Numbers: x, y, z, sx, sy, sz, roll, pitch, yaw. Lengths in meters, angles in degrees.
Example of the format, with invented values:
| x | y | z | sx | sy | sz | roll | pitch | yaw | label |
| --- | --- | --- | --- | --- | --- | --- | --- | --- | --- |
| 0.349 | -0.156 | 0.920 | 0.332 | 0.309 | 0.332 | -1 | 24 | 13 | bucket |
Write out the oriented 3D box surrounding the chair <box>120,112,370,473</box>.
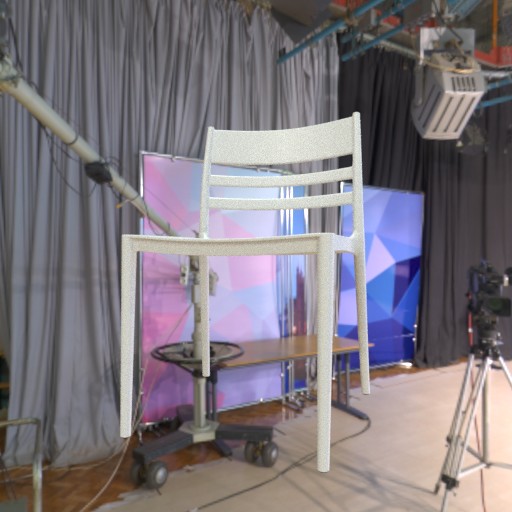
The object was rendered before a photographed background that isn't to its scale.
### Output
| x | y | z | sx | sy | sz | roll | pitch | yaw | label |
| --- | --- | --- | --- | --- | --- | --- | --- | --- | --- |
| 0.000 | 0.000 | 1.136 | 0.531 | 0.800 | 0.511 | 0 | 1 | 20 | chair |
